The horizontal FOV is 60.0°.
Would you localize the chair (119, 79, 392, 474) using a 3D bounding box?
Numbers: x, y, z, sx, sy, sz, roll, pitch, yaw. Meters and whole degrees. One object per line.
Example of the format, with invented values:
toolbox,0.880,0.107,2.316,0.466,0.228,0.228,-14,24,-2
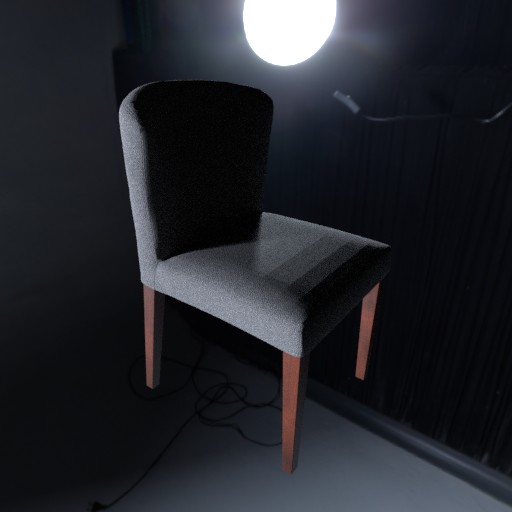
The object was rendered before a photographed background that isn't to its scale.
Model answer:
chair,0.000,0.000,1.171,0.589,0.839,0.491,18,32,32
